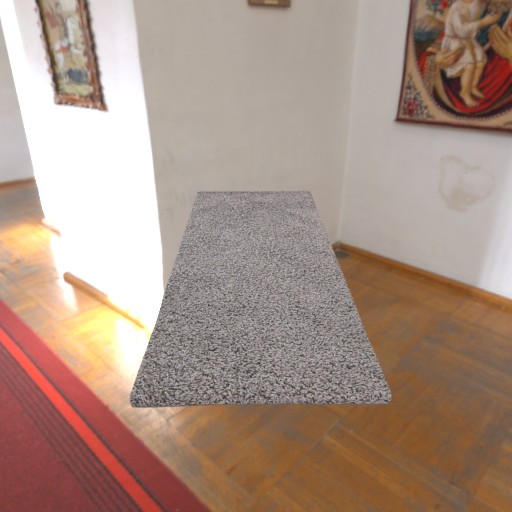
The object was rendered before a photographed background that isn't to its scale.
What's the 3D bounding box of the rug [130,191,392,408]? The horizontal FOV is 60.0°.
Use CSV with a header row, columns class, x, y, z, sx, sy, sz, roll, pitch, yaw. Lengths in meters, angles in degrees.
class,x,y,z,sx,sy,sz,roll,pitch,yaw
rug,0.000,0.000,1.700,0.609,0.030,1.524,0,26,-1
